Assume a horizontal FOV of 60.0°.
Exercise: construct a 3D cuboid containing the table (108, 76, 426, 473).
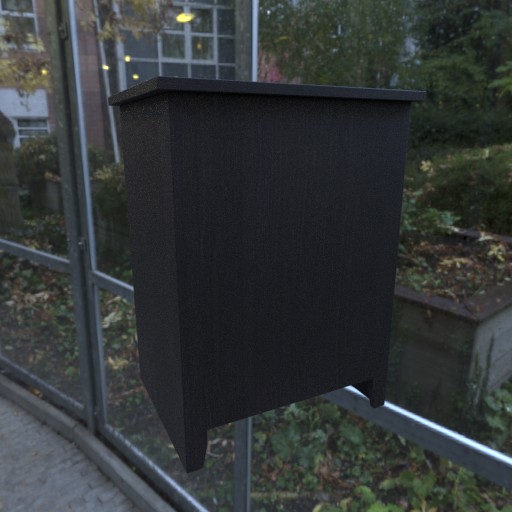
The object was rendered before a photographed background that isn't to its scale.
[{"bbox_3d":[0.000,0.000,0.924,0.480,0.635,0.381,-8,17,-26],"label":"table"}]
